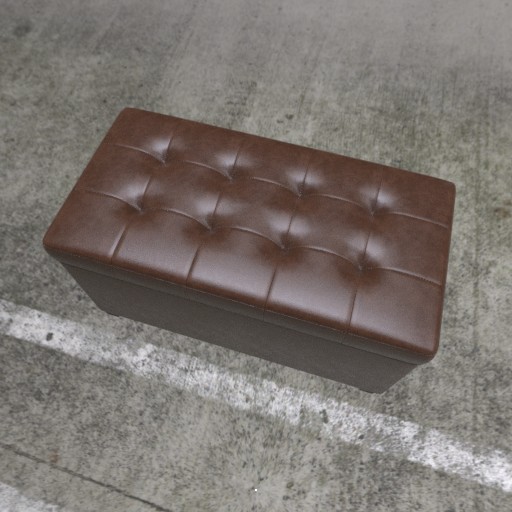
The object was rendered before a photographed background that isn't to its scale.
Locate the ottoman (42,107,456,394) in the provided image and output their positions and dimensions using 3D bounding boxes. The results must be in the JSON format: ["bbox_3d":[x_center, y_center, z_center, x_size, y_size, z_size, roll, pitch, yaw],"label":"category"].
[{"bbox_3d":[0.000,0.000,1.154,0.838,0.470,0.432,15,63,8],"label":"ottoman"}]
